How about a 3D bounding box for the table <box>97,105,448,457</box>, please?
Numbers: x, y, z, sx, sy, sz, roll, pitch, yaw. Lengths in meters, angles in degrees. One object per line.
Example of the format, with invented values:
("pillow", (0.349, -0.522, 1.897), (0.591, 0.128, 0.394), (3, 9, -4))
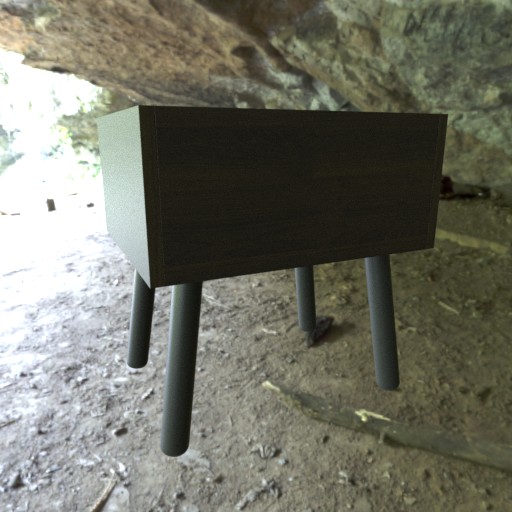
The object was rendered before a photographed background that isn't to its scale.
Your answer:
("table", (0.000, 0.000, 0.780), (0.450, 0.470, 0.370), (-7, 17, -25))
